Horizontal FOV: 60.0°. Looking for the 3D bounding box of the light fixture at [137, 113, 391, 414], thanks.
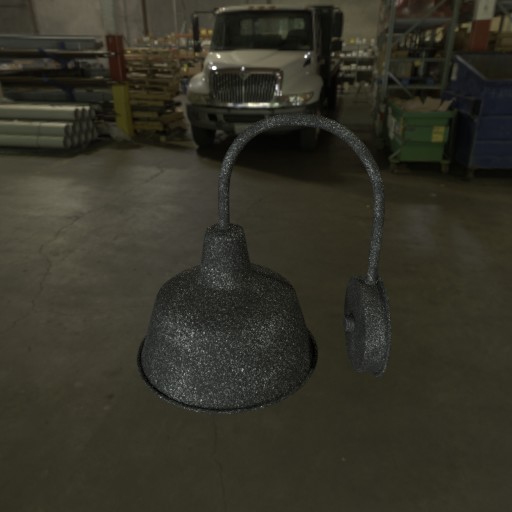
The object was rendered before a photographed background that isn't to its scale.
[{"bbox_3d":[0.000,0.000,0.486,0.283,0.300,0.216,0,25,0],"label":"light fixture"}]
